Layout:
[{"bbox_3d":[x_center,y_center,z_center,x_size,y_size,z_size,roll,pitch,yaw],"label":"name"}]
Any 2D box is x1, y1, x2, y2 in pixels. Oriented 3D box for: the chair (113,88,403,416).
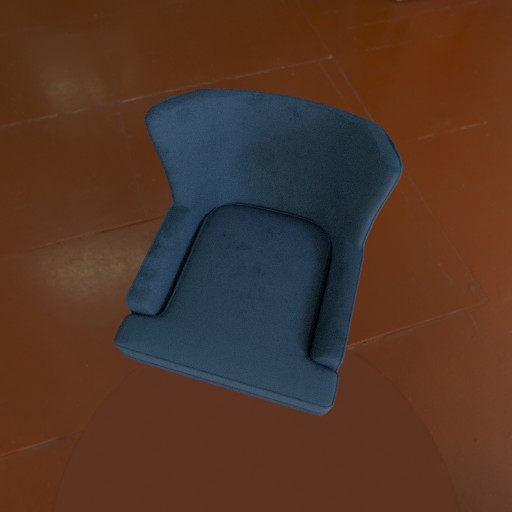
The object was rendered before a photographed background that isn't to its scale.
[{"bbox_3d":[0.000,0.000,1.650,0.793,0.952,0.910,14,61,8],"label":"chair"}]
